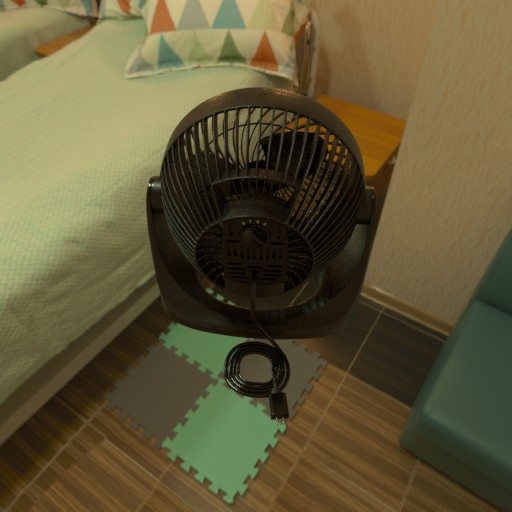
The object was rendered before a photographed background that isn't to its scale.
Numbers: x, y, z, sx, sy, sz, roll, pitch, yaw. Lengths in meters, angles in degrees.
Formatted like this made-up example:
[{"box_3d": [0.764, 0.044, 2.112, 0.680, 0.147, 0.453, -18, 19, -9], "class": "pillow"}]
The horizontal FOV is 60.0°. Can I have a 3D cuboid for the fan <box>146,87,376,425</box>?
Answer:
[{"box_3d": [0.000, 0.000, 0.477, 0.273, 0.277, 0.256, 3, 47, 3], "class": "fan"}]
